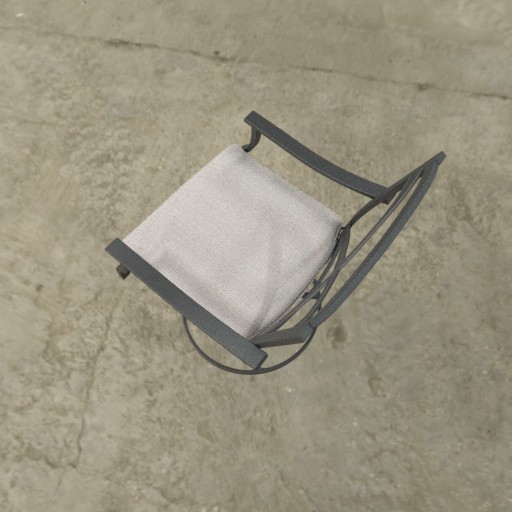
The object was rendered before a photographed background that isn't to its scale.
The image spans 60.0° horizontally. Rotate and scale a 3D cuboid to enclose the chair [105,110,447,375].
[{"bbox_3d":[0.000,0.000,1.275,0.620,0.889,0.575,36,69,16],"label":"chair"}]
